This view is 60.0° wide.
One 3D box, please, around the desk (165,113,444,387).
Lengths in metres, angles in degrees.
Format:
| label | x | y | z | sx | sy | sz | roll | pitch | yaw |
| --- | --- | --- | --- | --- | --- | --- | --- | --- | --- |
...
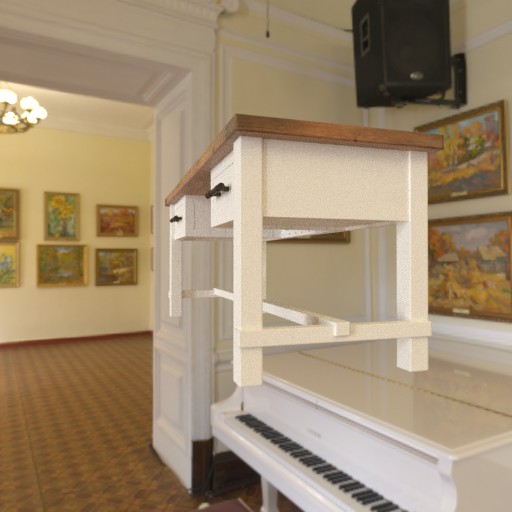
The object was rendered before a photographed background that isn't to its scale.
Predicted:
| label | x | y | z | sx | sy | sz | roll | pitch | yaw |
| --- | --- | --- | --- | --- | --- | --- | --- | --- | --- |
| desk | 0.000 | 0.000 | 2.171 | 0.688 | 0.762 | 1.803 | 0 | -1 | -18 |
